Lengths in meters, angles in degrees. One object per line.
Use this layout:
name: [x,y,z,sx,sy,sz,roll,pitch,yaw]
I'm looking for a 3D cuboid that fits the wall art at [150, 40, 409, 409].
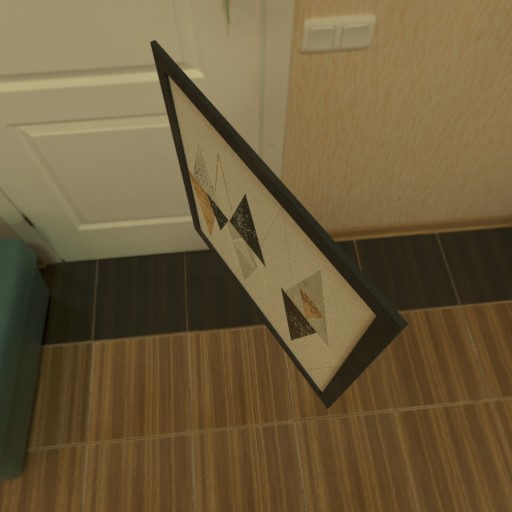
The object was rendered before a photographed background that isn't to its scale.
wall art: [0.000,0.000,1.219,0.013,0.823,0.823,-32,67,-15]
